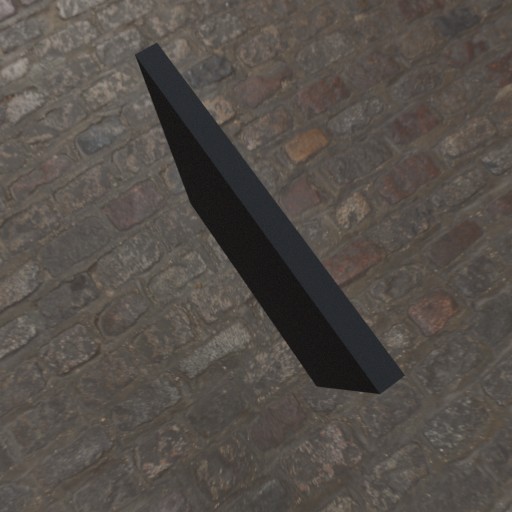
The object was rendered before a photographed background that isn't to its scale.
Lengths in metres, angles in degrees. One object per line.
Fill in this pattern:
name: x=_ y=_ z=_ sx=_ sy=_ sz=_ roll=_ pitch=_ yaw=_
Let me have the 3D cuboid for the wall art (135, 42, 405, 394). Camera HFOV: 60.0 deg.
wall art: x=0.000 y=0.000 z=0.693 sx=0.030 sy=0.458 sz=0.462 roll=-33 pitch=77 yaw=-9
